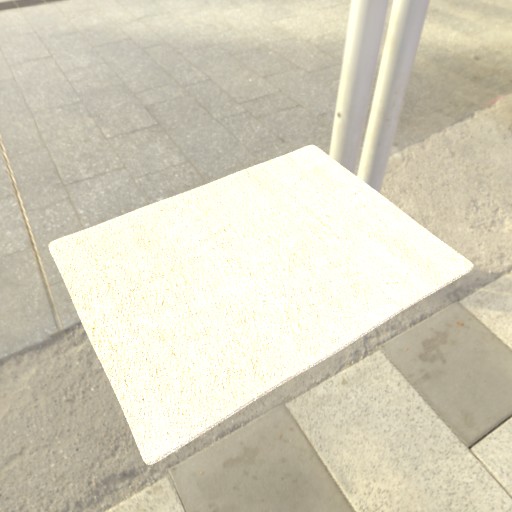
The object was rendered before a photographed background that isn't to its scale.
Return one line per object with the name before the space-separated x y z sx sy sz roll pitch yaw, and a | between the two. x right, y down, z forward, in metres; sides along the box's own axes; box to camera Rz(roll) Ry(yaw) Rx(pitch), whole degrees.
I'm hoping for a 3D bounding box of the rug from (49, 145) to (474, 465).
rug | 0.000 0.000 2.066 1.600 0.027 1.200 -25 51 -22
